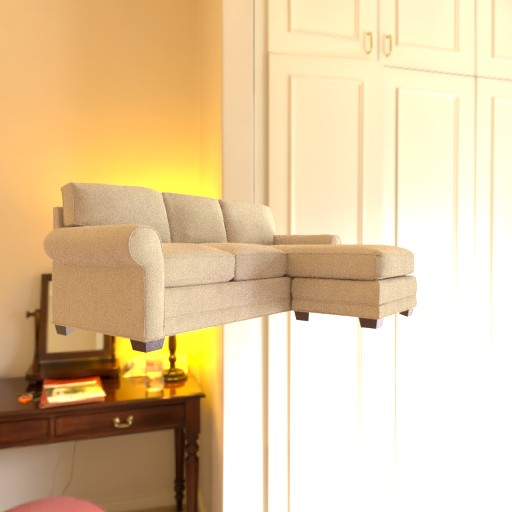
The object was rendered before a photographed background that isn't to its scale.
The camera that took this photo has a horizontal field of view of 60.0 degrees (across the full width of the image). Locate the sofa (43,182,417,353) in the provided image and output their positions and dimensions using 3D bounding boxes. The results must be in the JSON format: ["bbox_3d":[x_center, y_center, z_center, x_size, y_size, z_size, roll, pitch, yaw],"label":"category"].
[{"bbox_3d":[0.000,0.000,2.387,1.226,0.734,1.770,1,1,37],"label":"sofa"}]
